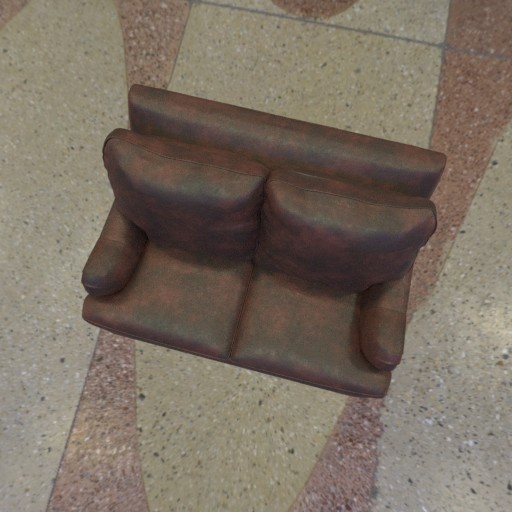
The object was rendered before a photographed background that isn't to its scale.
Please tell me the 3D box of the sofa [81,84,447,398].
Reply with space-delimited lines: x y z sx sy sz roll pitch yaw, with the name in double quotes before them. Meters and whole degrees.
"sofa" 0.000 0.000 2.347 1.628 1.070 1.148 14 76 4
